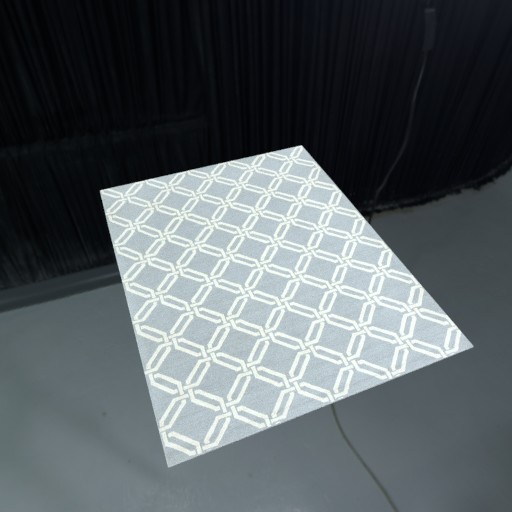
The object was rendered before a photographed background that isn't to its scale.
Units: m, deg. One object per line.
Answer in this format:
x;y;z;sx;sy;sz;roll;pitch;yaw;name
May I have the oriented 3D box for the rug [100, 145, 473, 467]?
0.000;0.000;3.887;2.288;0.018;2.895;-16;48;-15;rug
